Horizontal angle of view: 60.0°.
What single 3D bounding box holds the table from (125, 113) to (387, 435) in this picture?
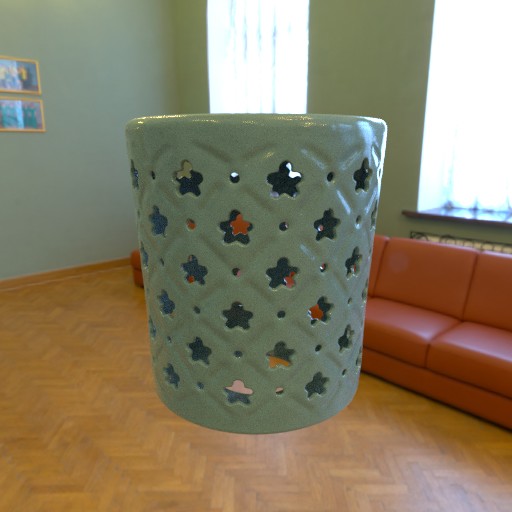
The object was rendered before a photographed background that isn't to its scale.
[{"bbox_3d":[0.000,0.000,0.658,0.352,0.387,0.352,0,14,0],"label":"table"}]
